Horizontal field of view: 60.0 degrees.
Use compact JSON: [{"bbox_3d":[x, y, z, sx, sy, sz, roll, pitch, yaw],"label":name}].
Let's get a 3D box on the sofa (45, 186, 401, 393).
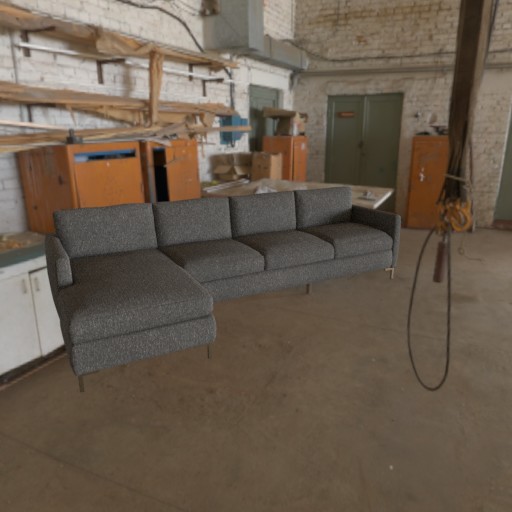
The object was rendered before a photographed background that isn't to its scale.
[{"bbox_3d":[0.000,0.000,3.470,2.932,0.810,1.350,-9,19,-28],"label":"sofa"}]
